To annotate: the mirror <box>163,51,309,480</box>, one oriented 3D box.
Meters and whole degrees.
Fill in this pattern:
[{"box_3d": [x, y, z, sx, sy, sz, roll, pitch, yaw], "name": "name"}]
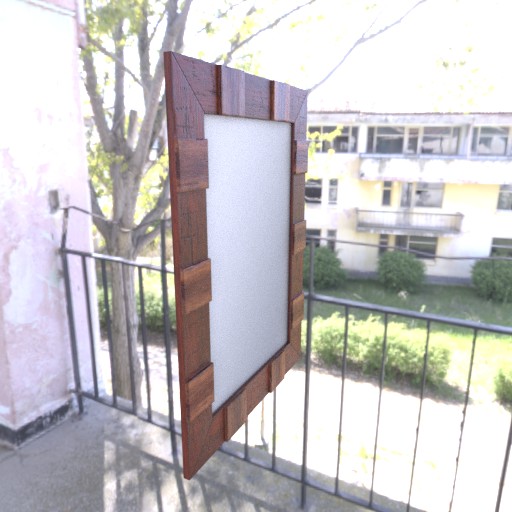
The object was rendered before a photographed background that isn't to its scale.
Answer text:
[{"box_3d": [0.000, 0.000, 1.060, 0.021, 0.805, 0.600, 7, 16, 27], "name": "mirror"}]
